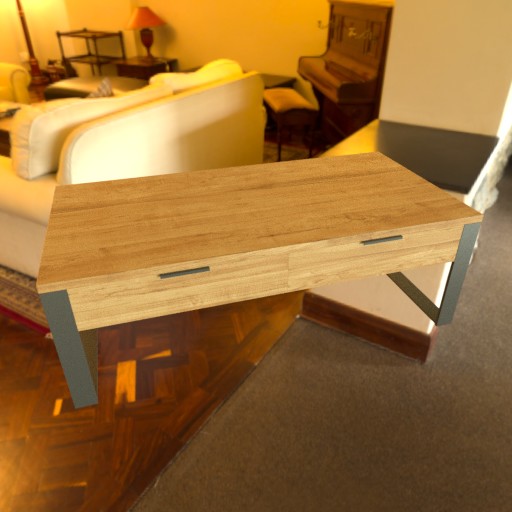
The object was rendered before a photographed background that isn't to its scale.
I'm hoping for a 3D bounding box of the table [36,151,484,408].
[{"bbox_3d":[0.000,0.000,1.450,1.180,0.400,0.590,-9,33,-14],"label":"table"}]
